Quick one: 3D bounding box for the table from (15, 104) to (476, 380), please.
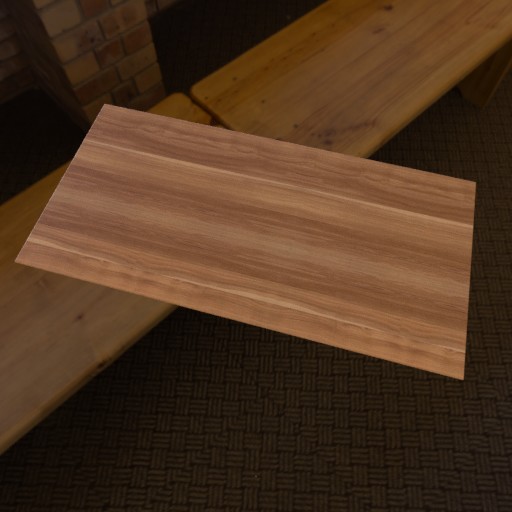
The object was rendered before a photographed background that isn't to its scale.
[{"bbox_3d":[0.000,0.000,2.455,2.000,0.770,1.000,14,64,7],"label":"table"}]
